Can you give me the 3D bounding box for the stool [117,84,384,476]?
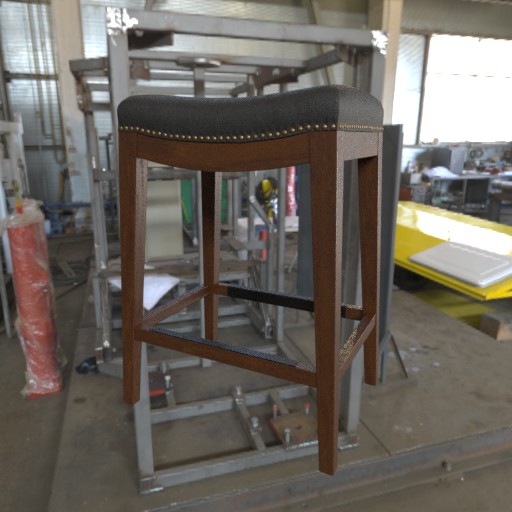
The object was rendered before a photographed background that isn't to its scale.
[{"bbox_3d":[0.000,0.000,0.956,0.490,0.664,0.353,8,17,26],"label":"stool"}]
